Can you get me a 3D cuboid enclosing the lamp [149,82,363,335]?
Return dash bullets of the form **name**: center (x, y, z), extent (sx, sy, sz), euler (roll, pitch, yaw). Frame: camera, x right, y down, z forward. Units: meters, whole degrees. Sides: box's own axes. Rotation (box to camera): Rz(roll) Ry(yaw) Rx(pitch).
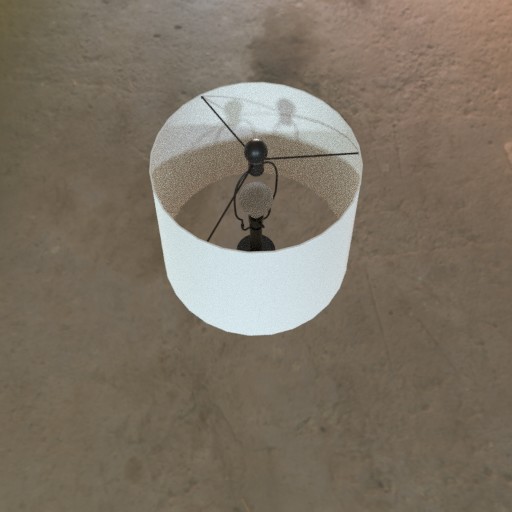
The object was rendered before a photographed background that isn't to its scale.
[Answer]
- **lamp**: center (0.000, 0.000, 0.879), extent (0.349, 0.667, 0.349), euler (0, 64, 0)
